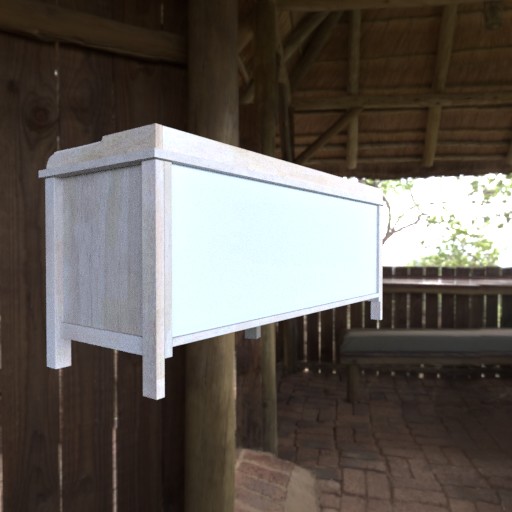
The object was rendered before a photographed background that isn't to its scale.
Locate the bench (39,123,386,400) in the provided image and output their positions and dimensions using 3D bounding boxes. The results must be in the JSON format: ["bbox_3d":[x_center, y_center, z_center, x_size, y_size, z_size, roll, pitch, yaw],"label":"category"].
[{"bbox_3d":[0.000,0.000,1.361,0.398,0.501,1.140,1,1,36],"label":"bench"}]
